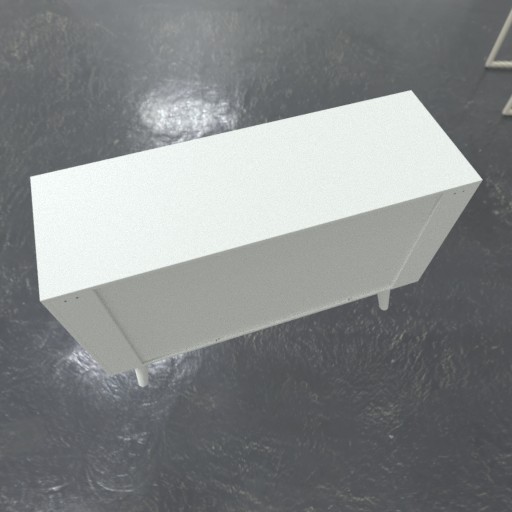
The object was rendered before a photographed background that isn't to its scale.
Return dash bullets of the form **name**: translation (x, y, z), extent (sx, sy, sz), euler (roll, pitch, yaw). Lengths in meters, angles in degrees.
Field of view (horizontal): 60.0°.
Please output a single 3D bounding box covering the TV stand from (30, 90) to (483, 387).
- **TV stand**: translation (0.000, 0.000, 1.577), extent (1.193, 0.812, 0.406), euler (-16, 59, -10)
